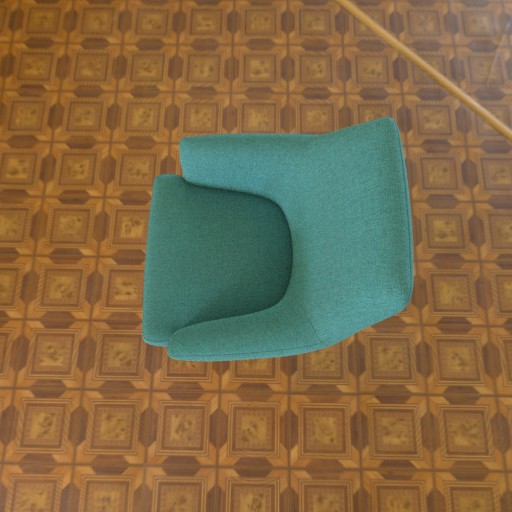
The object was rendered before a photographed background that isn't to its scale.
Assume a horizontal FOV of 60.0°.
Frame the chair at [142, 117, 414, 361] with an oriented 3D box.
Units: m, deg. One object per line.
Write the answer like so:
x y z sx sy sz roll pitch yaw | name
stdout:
0.000 0.000 1.361 0.677 0.874 0.642 0 74 0 | chair
